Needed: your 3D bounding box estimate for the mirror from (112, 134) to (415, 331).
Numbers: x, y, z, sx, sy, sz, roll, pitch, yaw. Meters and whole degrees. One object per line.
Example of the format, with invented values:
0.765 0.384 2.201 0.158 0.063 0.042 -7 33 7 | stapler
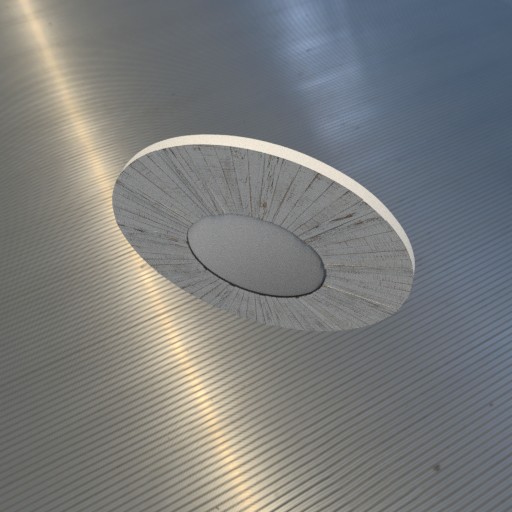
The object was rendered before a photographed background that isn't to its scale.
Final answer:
0.000 0.000 1.353 0.914 0.914 0.038 15 59 9 | mirror
